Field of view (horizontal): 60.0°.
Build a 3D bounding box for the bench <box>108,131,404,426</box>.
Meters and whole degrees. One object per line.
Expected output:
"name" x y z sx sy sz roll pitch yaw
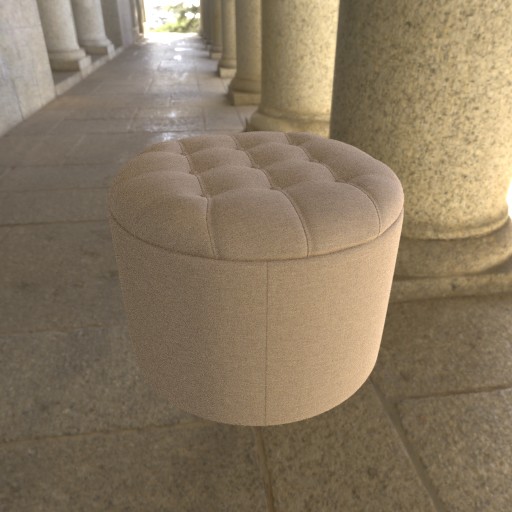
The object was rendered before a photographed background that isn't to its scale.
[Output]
"bench" 0.000 0.000 1.006 0.600 0.454 0.600 0 30 0
